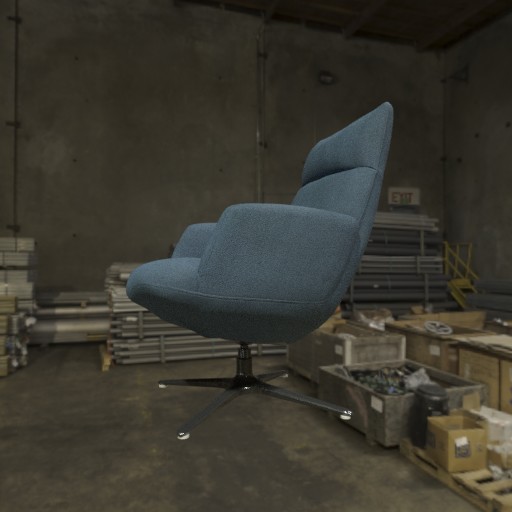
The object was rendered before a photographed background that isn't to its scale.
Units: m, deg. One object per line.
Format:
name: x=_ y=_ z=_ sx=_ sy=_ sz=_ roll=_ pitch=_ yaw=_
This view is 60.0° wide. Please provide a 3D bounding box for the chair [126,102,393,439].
chair: x=0.000 y=0.000 z=1.579 sx=0.889 sy=1.016 sz=0.711 roll=0 pitch=-1 yaw=-18
